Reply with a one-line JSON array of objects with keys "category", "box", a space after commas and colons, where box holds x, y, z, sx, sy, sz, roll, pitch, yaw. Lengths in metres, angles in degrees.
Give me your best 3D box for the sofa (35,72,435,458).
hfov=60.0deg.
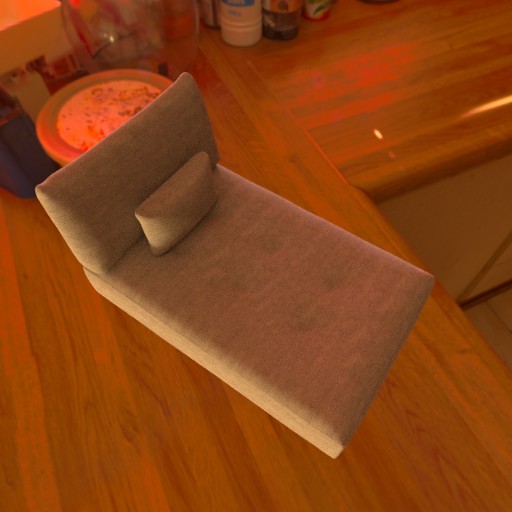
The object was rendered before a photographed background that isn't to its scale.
[{"category": "sofa", "box": [0.000, 0.000, 1.962, 1.450, 0.820, 0.930, 30, 61, 18]}]
